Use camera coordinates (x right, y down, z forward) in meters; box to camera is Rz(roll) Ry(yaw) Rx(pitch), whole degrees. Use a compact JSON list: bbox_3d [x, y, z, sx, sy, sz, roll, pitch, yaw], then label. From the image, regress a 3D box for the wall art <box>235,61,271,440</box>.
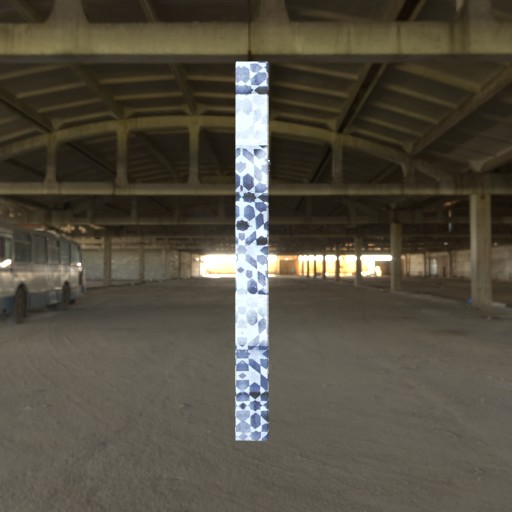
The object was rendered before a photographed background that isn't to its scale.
[{"bbox_3d":[0.000,0.000,1.162,0.057,0.608,0.911,0,-1,1],"label":"wall art"}]
